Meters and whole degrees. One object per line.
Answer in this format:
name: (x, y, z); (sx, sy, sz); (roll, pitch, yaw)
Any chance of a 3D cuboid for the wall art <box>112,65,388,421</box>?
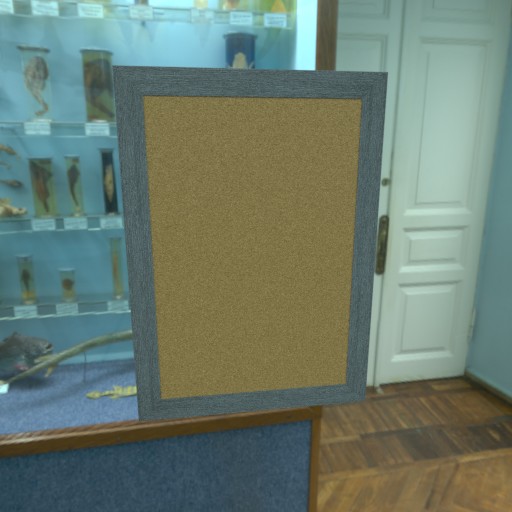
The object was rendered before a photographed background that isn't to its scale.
wall art: (0.000, 0.000, 1.364); (0.768, 1.070, 0.020); (-2, 15, -8)
